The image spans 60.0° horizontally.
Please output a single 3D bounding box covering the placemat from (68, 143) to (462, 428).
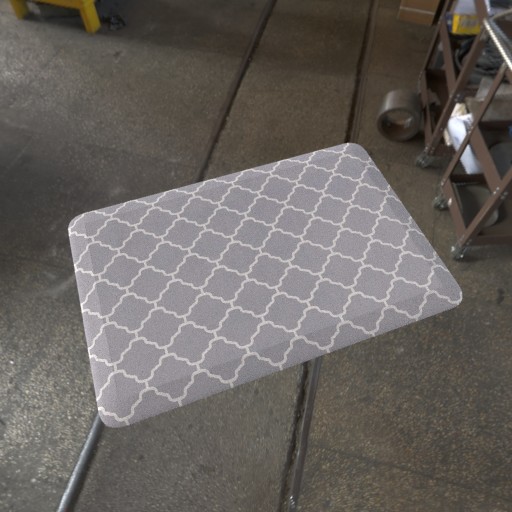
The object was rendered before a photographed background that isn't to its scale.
[{"bbox_3d":[0.000,0.000,0.974,0.762,0.021,0.508,-17,59,-11],"label":"placemat"}]
